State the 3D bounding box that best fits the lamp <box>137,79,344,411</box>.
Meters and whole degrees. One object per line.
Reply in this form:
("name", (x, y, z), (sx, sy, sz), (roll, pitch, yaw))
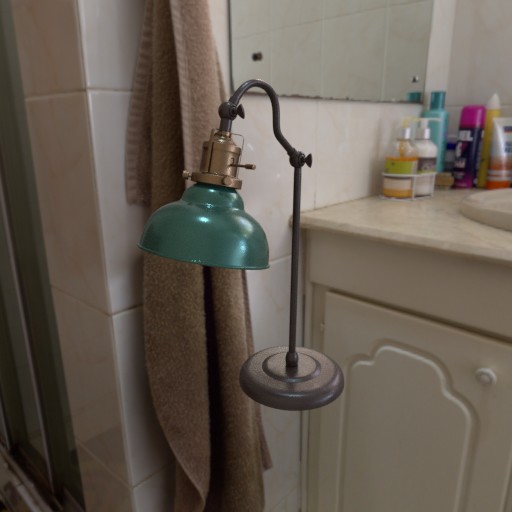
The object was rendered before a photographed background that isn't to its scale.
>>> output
("lamp", (0.000, 0.000, 0.682), (0.374, 0.508, 0.192), (-16, 22, -42))
